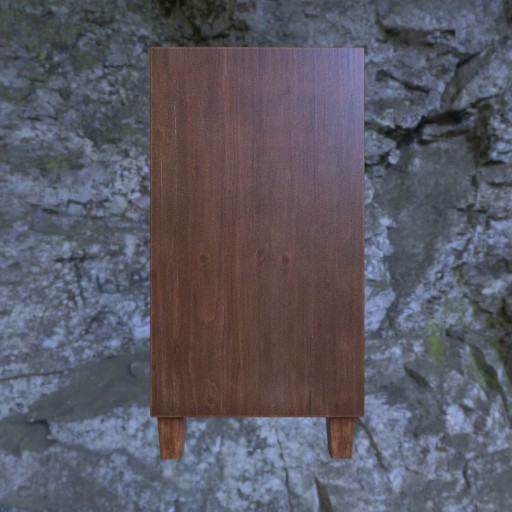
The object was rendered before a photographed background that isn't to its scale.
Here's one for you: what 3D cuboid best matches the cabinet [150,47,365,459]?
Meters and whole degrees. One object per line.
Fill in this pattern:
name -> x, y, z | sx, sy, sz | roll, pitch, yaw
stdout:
cabinet -> 0.000, 0.000, 1.228 | 0.412, 0.785, 0.796 | 0, 0, 0
